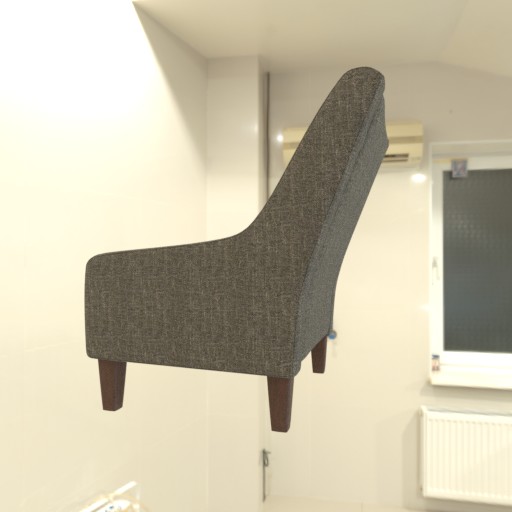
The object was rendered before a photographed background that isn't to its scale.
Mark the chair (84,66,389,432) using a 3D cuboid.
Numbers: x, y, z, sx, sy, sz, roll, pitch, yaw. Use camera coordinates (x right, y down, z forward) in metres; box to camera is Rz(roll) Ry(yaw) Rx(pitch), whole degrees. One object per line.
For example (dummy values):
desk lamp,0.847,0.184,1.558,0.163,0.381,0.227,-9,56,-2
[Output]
chair,0.000,0.000,1.661,0.944,1.012,0.793,0,0,18
